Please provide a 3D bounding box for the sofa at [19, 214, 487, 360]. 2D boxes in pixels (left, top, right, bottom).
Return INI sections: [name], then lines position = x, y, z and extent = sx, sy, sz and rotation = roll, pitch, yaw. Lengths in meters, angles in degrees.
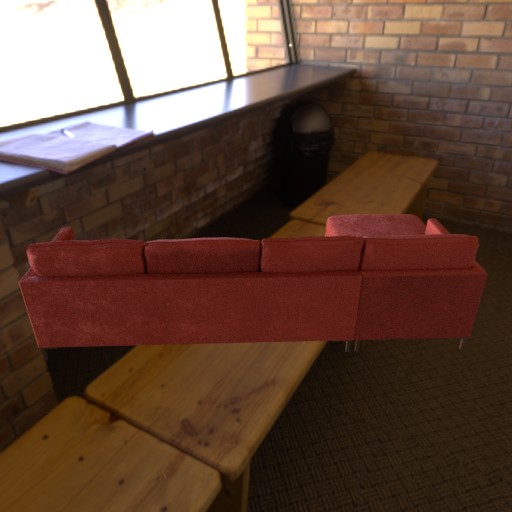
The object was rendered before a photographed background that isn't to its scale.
[sofa]
position = 0.000, 0.000, 3.921
extent = 3.400, 0.967, 1.500
rotation = -1, 29, -2
